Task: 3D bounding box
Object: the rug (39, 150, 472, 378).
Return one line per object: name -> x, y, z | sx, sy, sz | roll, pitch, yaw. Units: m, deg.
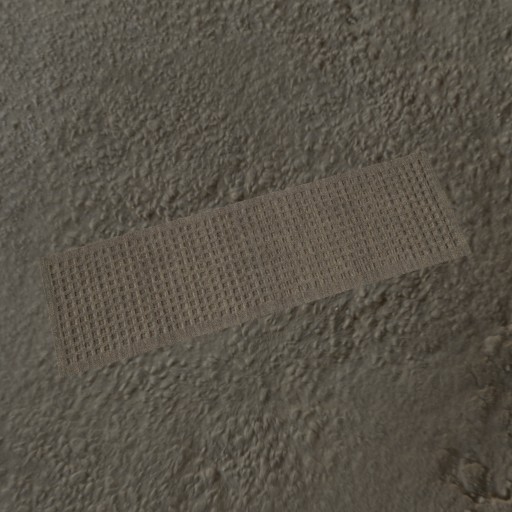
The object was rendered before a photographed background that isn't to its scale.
rug -> 0.000, 0.000, 2.597 | 2.443, 0.009, 0.706 | -16, 75, -4
